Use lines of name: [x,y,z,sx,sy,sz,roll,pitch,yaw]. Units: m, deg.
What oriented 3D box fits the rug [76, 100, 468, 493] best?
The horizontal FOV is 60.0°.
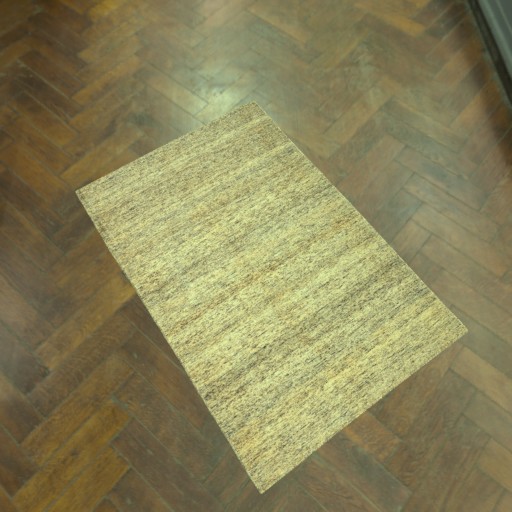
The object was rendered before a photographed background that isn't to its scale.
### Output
rug: [0.000,0.000,2.338,1.243,0.014,1.846,-32,68,-15]
